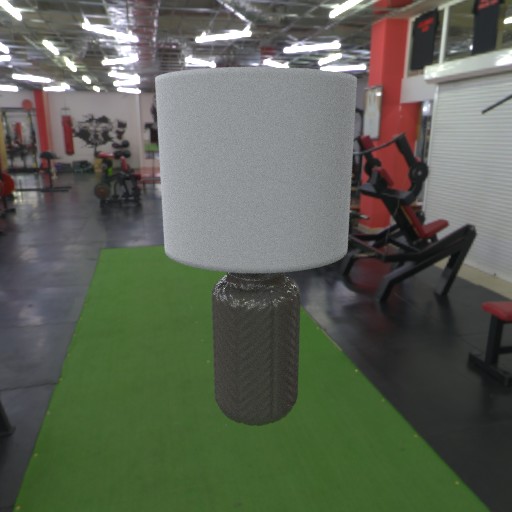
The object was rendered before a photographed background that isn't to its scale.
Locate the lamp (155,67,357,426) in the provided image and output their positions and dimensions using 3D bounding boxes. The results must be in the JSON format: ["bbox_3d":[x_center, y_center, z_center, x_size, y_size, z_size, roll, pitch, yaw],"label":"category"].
[{"bbox_3d":[0.000,0.000,0.506,0.203,0.389,0.203,-3,16,-11],"label":"lamp"}]
